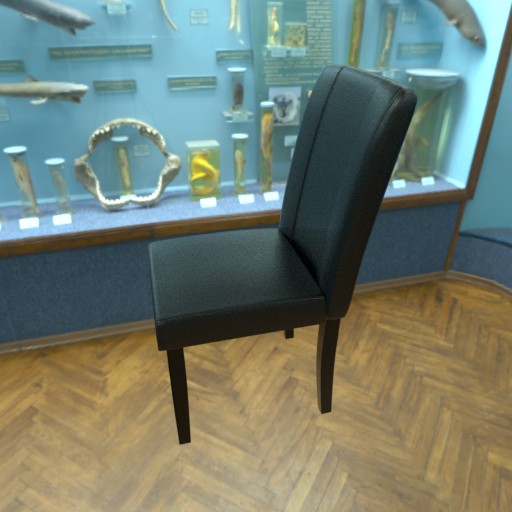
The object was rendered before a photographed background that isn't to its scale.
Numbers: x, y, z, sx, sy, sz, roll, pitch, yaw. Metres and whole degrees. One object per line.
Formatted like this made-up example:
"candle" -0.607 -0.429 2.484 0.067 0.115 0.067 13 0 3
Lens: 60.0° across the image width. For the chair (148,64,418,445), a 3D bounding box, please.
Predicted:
"chair" 0.000 0.000 1.174 0.556 0.897 0.399 -7 31 -13
